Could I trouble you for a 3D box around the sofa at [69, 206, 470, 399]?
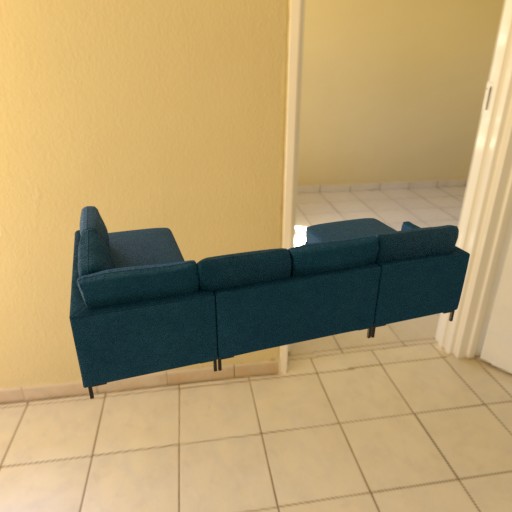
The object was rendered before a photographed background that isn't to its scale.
[{"bbox_3d":[0.000,0.000,4.482,3.434,0.992,2.055,-8,26,-17],"label":"sofa"}]
